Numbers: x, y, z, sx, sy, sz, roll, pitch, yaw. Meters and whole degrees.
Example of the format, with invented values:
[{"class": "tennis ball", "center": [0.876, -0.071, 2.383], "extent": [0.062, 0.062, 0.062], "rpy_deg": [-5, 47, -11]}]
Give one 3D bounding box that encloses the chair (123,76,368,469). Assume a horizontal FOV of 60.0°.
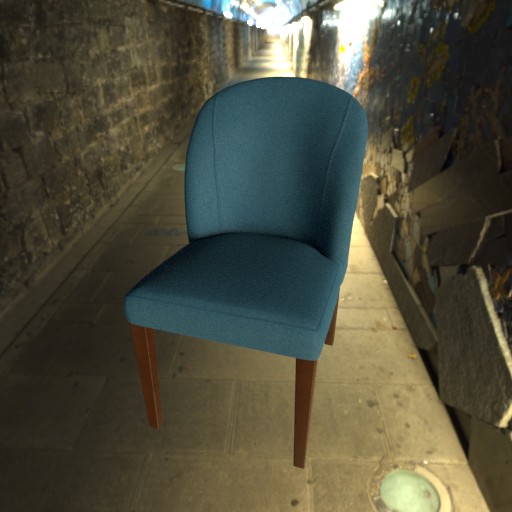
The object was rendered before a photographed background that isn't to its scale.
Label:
[{"class": "chair", "center": [0.000, 0.000, 1.234], "extent": [0.507, 0.879, 0.620], "rpy_deg": [8, 28, 16]}]
